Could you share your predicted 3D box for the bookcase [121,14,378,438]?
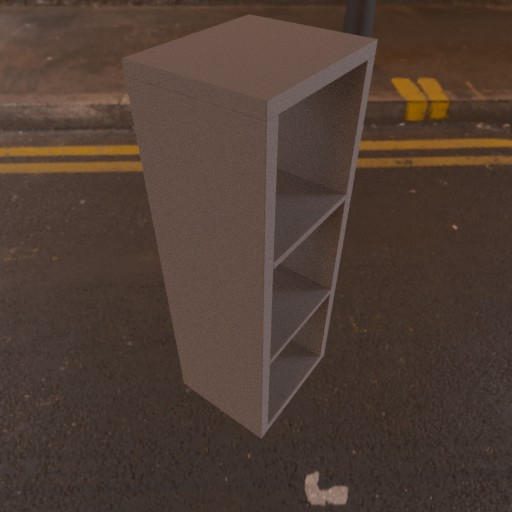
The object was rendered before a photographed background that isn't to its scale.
[{"bbox_3d":[0.000,0.000,1.219,0.330,1.080,0.390,26,48,26],"label":"bookcase"}]
